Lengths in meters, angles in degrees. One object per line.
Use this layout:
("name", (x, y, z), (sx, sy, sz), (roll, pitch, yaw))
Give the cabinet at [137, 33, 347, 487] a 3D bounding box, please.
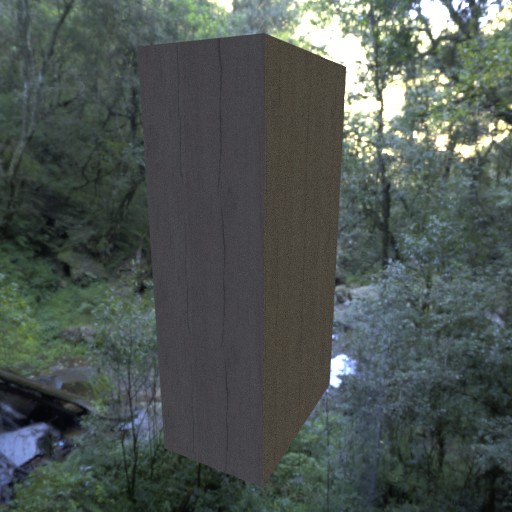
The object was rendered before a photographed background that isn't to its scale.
("cabinet", (0.000, 0.000, 2.343), (0.580, 1.930, 0.980), (8, 18, 26))
